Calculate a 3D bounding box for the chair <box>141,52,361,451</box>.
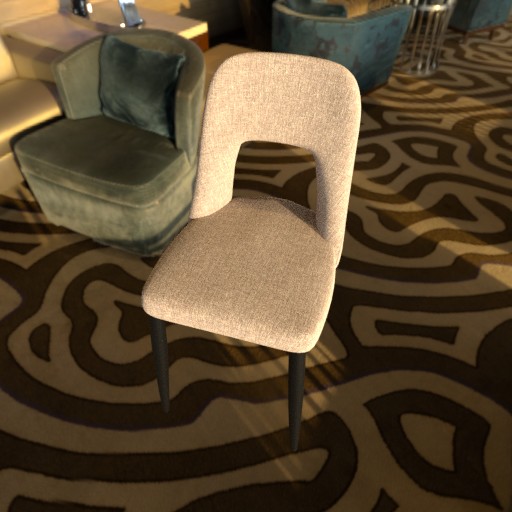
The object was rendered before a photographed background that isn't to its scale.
[{"bbox_3d":[0.000,0.000,1.262,0.470,0.931,0.612,12,43,13],"label":"chair"}]
